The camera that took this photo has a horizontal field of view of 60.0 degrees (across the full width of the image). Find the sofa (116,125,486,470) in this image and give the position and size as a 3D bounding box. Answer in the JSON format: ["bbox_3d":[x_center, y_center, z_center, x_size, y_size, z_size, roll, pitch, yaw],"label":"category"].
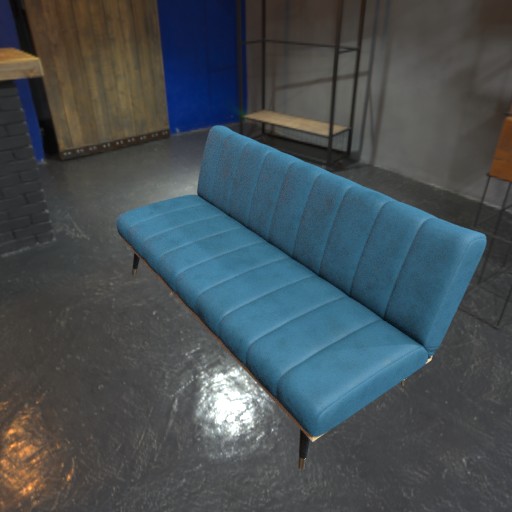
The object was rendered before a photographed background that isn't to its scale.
[{"bbox_3d":[0.000,0.000,2.251,0.830,0.825,1.810,-21,37,-30],"label":"sofa"}]
